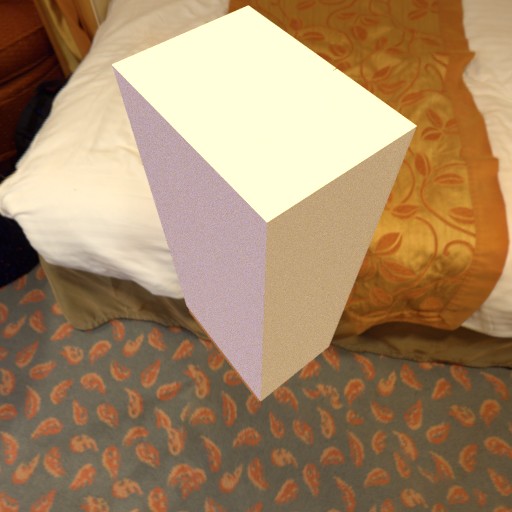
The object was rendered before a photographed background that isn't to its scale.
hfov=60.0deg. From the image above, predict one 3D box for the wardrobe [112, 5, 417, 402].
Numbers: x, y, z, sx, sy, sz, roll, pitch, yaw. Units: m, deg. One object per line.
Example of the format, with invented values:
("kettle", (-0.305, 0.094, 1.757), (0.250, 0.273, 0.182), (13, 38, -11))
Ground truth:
("wardrobe", (0.000, 0.000, 2.330), (0.600, 2.040, 0.860), (-34, 64, -19))
